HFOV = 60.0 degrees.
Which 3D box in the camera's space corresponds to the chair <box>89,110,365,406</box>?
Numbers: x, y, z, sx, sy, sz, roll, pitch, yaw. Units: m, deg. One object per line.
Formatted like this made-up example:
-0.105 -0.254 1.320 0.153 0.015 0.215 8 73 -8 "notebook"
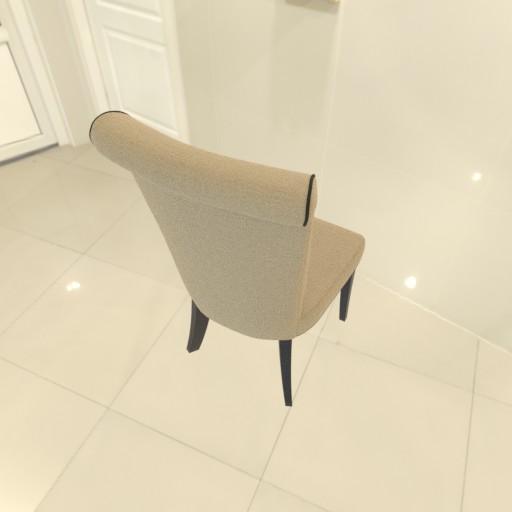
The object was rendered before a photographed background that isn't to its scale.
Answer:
0.000 0.000 1.335 0.522 0.997 0.623 23 49 21 "chair"
